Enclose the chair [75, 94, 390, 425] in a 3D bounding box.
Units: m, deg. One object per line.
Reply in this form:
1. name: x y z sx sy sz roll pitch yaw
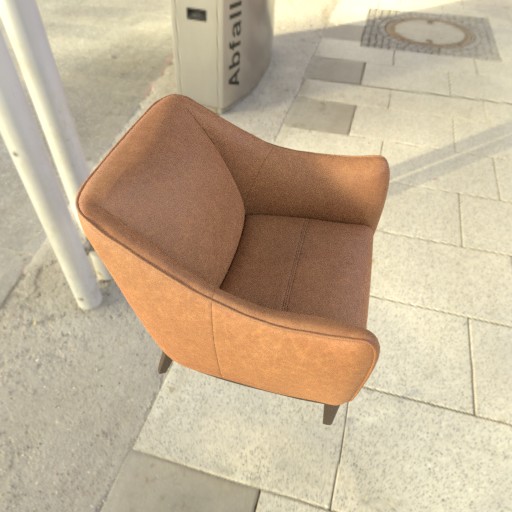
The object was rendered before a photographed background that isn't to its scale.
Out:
1. chair: 0.000 0.000 1.566 0.852 0.830 0.871 10 46 10
